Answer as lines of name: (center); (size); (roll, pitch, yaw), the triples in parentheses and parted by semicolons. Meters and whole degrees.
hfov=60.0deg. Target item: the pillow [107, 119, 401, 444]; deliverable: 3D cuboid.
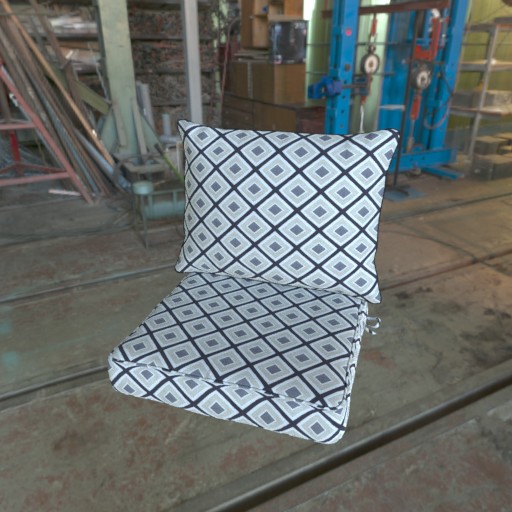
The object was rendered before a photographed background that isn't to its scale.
pillow: (0.000, 0.000, 1.382); (0.798, 0.722, 0.733); (8, 27, 16)
